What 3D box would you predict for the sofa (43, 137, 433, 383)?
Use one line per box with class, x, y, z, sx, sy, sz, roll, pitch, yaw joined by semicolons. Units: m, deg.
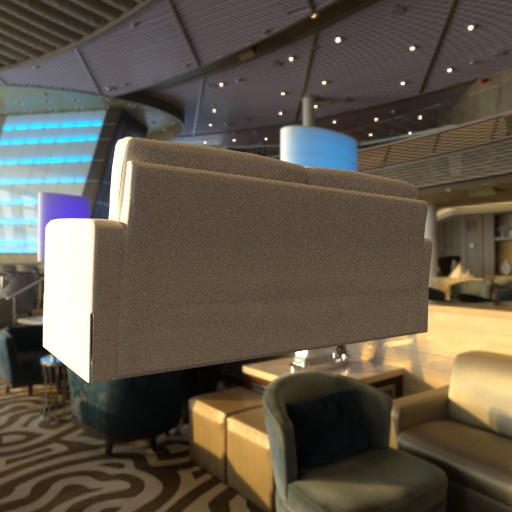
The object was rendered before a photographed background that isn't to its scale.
sofa;0.000;0.000;2.218;1.808;0.831;0.894;1;-1;-35
